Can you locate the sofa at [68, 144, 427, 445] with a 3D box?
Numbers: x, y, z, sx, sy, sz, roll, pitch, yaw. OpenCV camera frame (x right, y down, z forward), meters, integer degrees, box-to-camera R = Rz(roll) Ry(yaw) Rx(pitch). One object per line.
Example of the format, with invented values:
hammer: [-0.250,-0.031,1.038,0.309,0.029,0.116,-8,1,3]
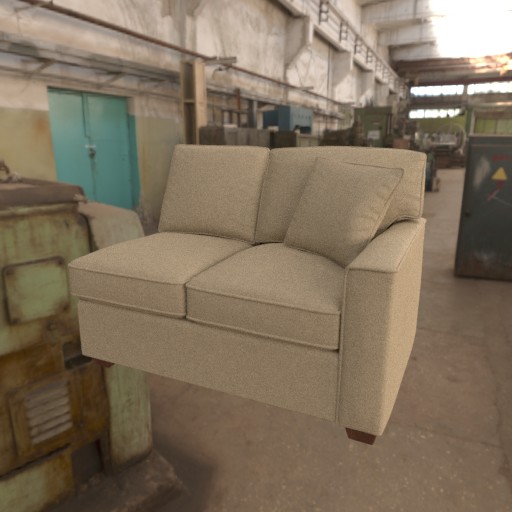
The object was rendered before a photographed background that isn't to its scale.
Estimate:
sofa: [0.000,0.000,2.043,1.388,0.989,0.991,7,16,25]
